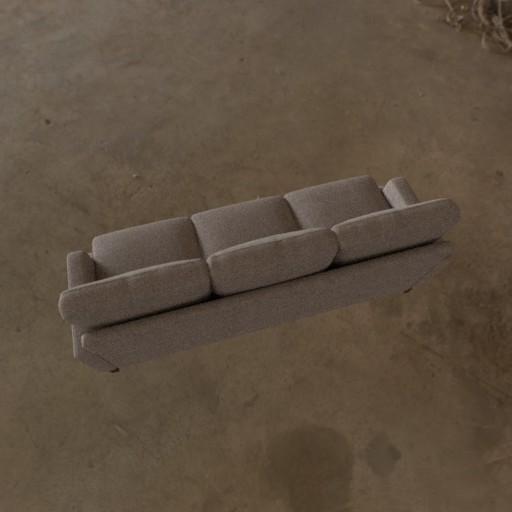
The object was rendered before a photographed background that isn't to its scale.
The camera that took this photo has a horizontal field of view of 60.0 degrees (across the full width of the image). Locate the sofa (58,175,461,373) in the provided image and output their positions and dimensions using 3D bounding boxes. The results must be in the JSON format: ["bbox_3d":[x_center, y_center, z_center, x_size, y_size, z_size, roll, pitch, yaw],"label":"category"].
[{"bbox_3d":[0.000,0.000,2.664,2.115,0.984,0.888,-14,59,-9],"label":"sofa"}]
